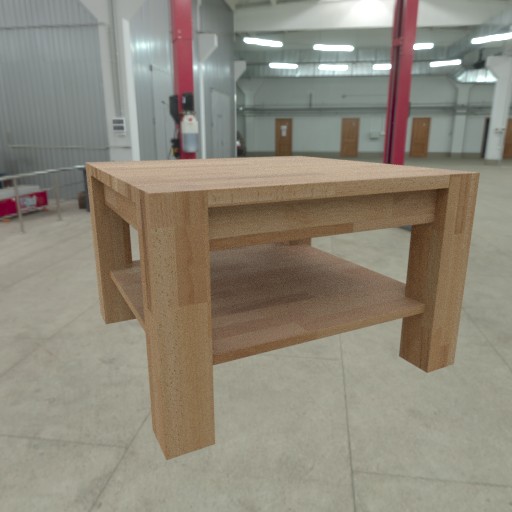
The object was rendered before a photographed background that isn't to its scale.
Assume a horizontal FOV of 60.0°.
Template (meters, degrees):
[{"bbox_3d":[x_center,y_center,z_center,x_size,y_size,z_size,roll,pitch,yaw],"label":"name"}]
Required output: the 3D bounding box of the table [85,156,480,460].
[{"bbox_3d":[0.000,0.000,1.138,0.700,0.451,0.700,-8,18,-26],"label":"table"}]
